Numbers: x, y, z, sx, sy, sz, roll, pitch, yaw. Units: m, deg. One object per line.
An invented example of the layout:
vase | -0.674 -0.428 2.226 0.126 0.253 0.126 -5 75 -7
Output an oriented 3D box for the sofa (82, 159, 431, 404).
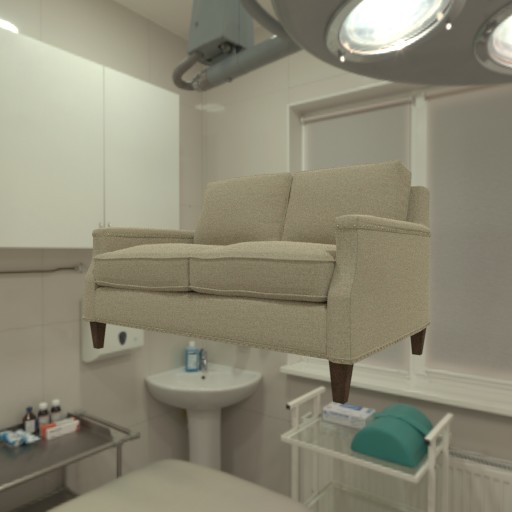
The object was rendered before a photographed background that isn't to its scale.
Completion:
sofa | 0.000 0.000 2.362 1.597 1.003 1.084 1 1 37
